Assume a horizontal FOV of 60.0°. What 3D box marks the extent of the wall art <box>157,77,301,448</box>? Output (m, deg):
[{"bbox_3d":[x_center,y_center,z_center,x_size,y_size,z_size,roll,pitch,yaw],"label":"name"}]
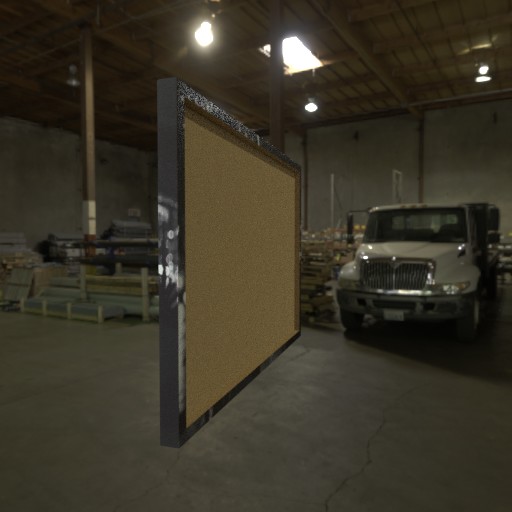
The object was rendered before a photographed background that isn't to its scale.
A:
[{"bbox_3d":[0.000,0.000,1.162,0.038,0.609,0.914,1,2,18],"label":"wall art"}]
